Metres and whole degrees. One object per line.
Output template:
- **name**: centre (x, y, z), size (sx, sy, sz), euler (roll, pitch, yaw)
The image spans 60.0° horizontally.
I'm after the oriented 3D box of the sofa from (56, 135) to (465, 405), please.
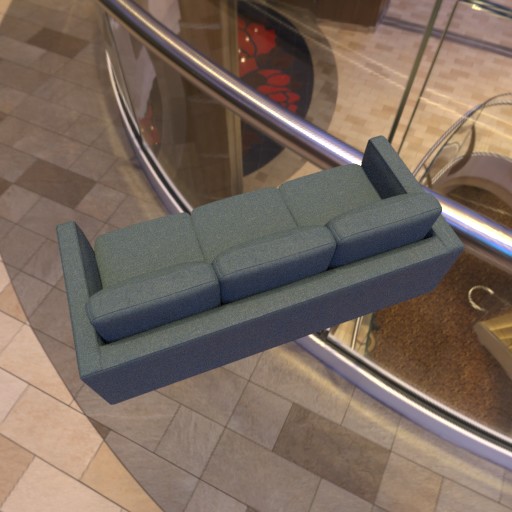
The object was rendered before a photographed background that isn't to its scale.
- **sofa**: centre (0.000, 0.000, 2.575), size (2.013, 0.945, 0.935), euler (-17, 60, -10)
